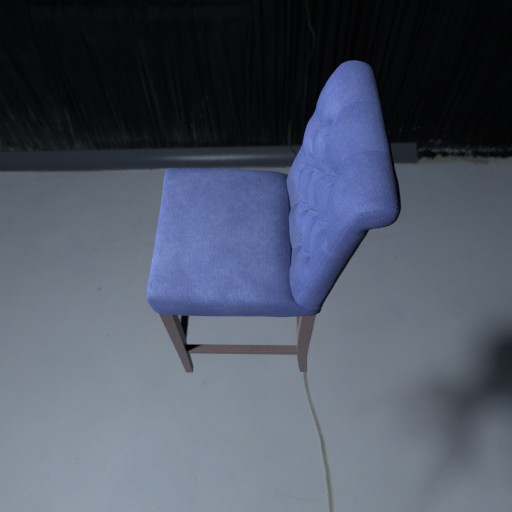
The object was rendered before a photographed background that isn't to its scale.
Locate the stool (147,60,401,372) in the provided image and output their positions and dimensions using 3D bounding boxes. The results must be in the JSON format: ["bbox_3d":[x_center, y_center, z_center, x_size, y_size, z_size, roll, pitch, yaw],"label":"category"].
[{"bbox_3d":[0.000,0.000,1.456,0.601,1.140,0.493,1,59,0],"label":"stool"}]
